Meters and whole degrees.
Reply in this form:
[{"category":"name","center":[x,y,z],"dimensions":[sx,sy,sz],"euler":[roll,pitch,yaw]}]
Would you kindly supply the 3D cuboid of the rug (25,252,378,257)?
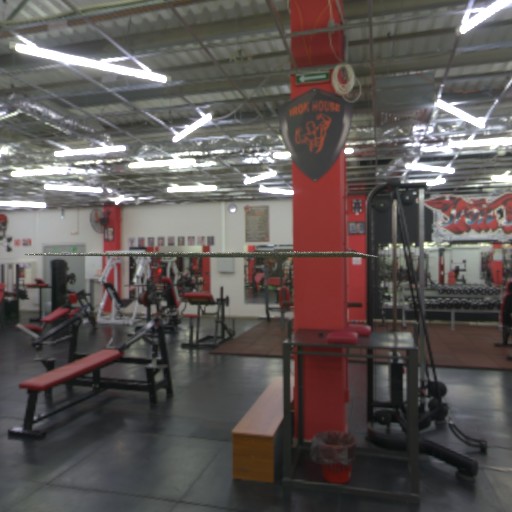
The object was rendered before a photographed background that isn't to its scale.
[{"category":"rug","center":[0.000,0.000,2.042],"dimensions":[1.035,0.006,1.652],"euler":[0,0,17]}]
